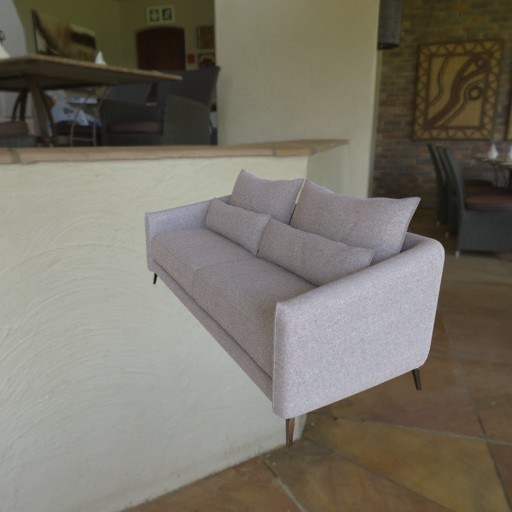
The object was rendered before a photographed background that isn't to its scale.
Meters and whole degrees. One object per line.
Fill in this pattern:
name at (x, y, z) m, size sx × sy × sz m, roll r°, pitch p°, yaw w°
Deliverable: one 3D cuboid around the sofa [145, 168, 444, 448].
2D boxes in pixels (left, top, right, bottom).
sofa at (0.000, 0.000, 2.476) m, size 0.809 × 0.833 × 2.022 m, roll -8°, pitch 17°, yaw -25°
